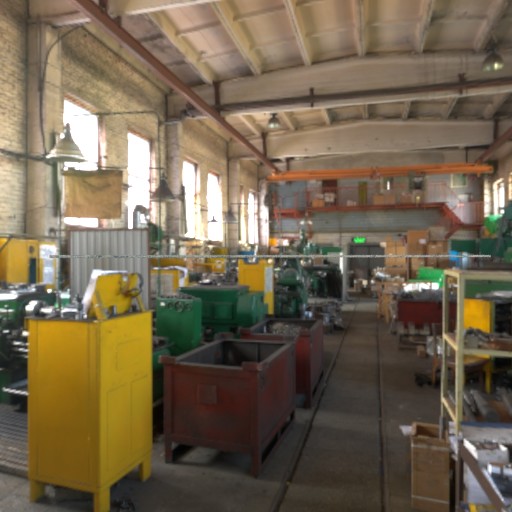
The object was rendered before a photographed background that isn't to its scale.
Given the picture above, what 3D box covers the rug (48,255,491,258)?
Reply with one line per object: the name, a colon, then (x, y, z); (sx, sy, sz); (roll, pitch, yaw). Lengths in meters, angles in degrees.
rug: (0.000, 0.000, 2.300); (1.820, 0.009, 1.260); (0, 0, -18)
